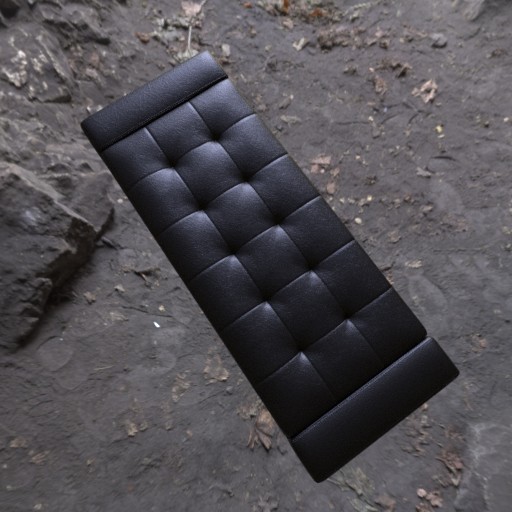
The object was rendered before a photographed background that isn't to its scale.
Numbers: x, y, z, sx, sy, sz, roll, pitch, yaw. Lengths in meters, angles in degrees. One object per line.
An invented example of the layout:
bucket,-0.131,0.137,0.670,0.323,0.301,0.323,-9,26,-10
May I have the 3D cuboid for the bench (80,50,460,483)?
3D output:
bench,0.000,0.000,1.521,0.508,0.445,1.296,-34,78,-8
